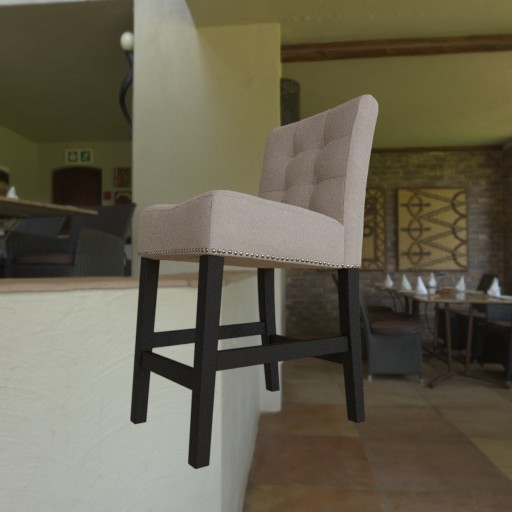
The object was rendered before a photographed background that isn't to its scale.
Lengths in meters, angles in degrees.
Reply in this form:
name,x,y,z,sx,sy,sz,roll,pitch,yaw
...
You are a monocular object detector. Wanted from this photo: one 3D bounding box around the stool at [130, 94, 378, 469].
name,x,y,z,sx,sy,sz,roll,pitch,yaw
stool,0.000,0.000,1.218,0.571,0.885,0.427,1,-1,-37
